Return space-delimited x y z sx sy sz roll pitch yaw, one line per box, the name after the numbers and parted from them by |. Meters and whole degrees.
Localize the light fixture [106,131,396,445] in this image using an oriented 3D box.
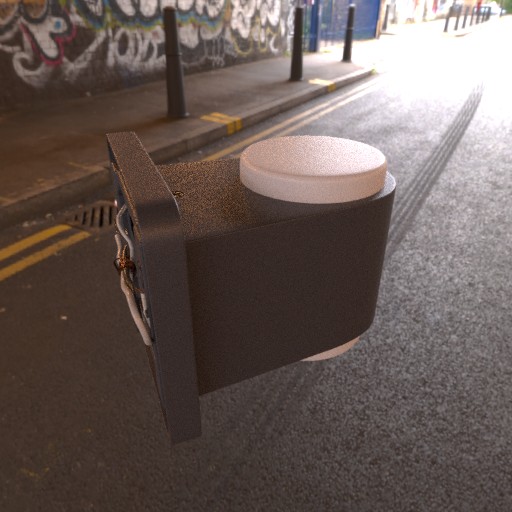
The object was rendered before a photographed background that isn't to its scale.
0.000 0.000 0.217 0.132 0.109 0.109 -11 32 -19 | light fixture
